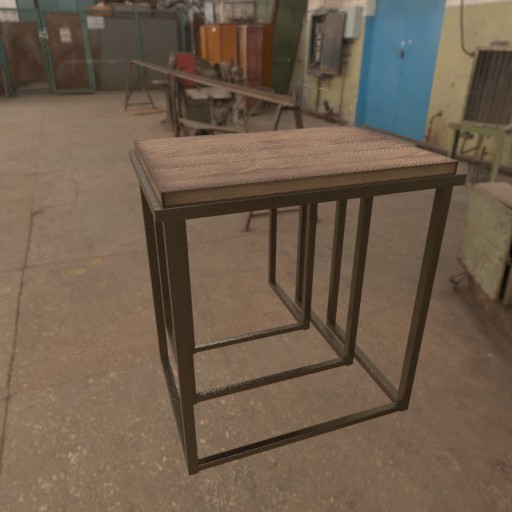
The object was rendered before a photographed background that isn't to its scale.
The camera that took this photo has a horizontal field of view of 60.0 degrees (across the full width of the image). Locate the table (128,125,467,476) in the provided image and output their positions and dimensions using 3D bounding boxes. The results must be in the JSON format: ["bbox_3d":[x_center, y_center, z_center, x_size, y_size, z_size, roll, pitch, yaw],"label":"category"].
[{"bbox_3d":[0.000,0.000,1.140,0.559,0.610,0.706,-9,28,-18],"label":"table"}]
